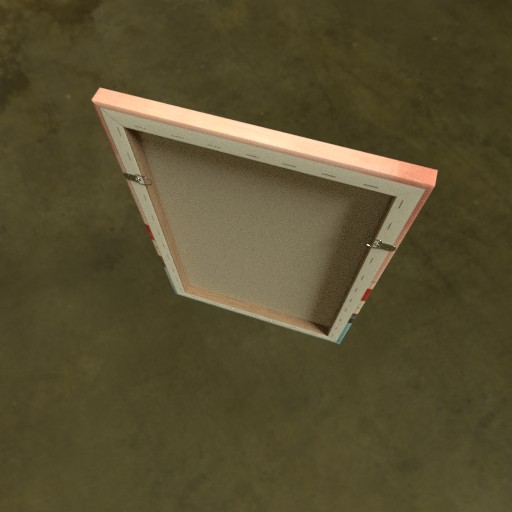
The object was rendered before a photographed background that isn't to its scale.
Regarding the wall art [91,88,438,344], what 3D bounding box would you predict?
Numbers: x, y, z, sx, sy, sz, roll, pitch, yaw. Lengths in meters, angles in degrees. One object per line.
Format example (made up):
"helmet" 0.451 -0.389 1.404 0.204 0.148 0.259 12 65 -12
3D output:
"wall art" 0.000 0.000 1.164 0.610 0.914 0.038 16 64 8
